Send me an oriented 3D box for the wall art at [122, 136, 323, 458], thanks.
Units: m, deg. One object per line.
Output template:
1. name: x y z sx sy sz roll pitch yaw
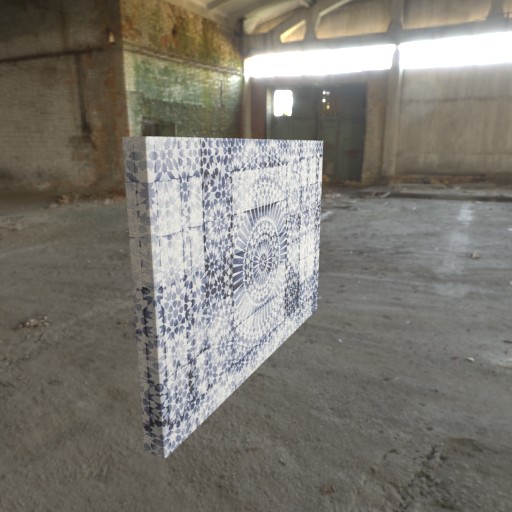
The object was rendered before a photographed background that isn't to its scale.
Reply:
1. wall art: 0.000 0.000 1.195 0.057 0.608 0.911 7 16 26
